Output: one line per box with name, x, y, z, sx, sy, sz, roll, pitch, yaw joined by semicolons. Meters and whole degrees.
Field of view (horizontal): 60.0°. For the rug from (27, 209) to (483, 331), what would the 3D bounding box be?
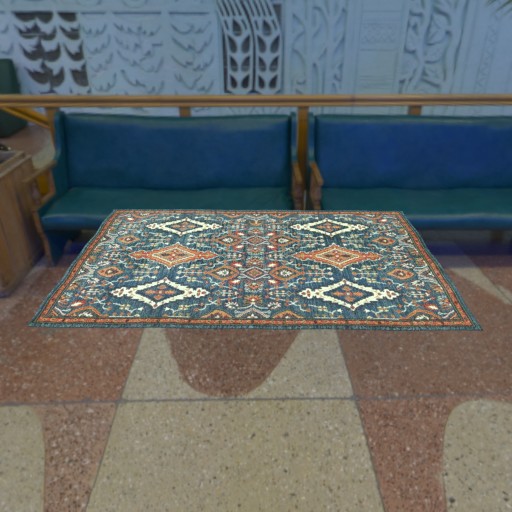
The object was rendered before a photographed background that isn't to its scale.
rug;0.000;0.000;4.181;3.371;0.008;2.190;0;29;1
